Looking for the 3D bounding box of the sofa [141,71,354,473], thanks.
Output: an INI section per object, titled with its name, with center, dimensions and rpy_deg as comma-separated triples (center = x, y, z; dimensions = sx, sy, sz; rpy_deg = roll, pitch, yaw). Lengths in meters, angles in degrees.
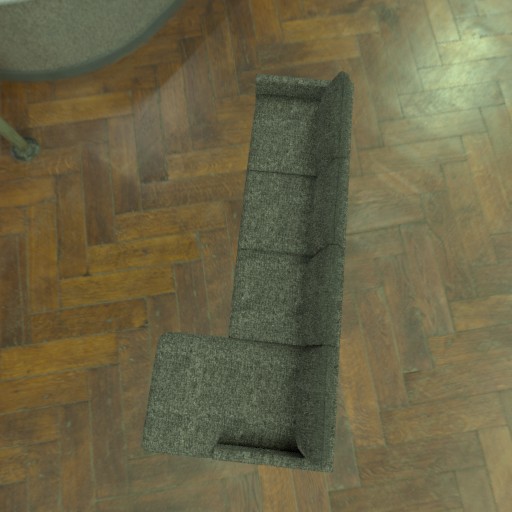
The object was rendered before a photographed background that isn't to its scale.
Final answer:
[sofa]
center = 0.000, 0.000, 3.941
dimensions = 1.488, 0.970, 3.384
rpy_deg = 6, 75, 1
